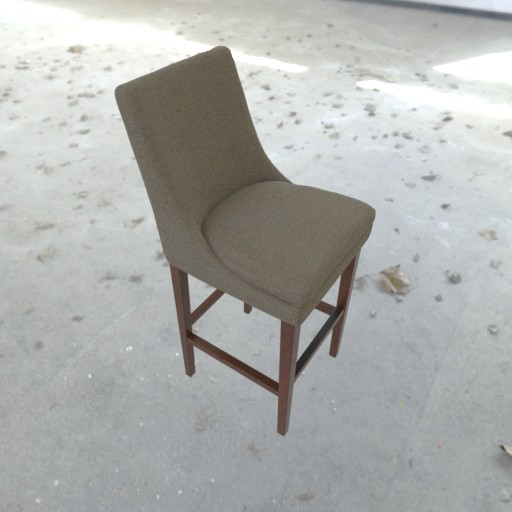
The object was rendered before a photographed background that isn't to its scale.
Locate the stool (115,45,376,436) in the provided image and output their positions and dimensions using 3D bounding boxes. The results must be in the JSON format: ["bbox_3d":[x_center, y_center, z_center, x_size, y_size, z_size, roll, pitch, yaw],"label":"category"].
[{"bbox_3d":[0.000,0.000,1.393,0.577,1.078,0.470,24,46,25],"label":"stool"}]
